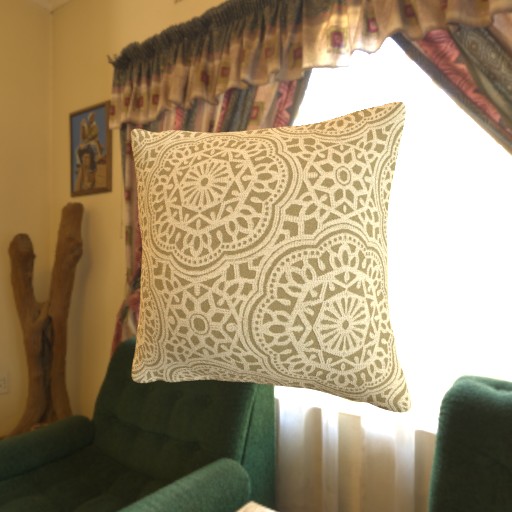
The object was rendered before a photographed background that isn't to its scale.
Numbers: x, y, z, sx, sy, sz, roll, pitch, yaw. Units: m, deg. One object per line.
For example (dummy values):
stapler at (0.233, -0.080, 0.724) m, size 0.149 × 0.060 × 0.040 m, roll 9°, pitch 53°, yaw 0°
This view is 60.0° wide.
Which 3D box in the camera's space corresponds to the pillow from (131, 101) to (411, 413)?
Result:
pillow at (0.000, 0.000, 0.663) m, size 0.438 × 0.421 × 0.167 m, roll 0°, pitch -1°, yaw 19°
